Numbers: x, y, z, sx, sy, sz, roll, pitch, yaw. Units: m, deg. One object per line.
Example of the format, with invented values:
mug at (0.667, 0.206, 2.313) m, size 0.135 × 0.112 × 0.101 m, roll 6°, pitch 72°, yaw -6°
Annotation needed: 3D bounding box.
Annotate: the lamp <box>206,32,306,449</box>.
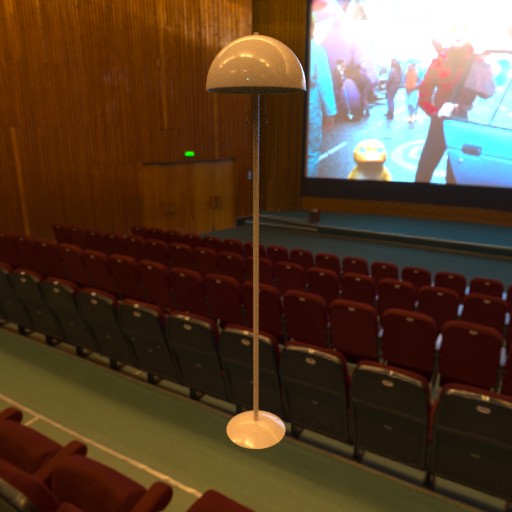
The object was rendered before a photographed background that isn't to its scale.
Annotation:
lamp at (0.000, 0.000, 1.617) m, size 0.328 × 1.480 × 0.328 m, roll 9°, pitch 18°, yaw 28°
